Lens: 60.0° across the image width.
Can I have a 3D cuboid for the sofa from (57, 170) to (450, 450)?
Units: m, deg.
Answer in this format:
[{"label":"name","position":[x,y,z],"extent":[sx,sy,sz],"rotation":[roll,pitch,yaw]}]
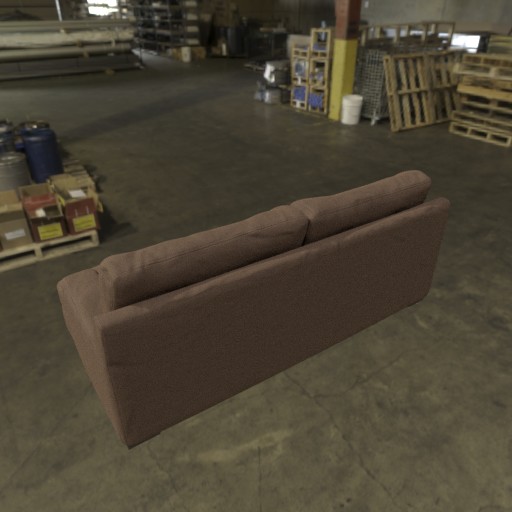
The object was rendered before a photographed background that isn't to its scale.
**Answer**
[{"label":"sofa","position":[0.000,0.000,2.816],"extent":[2.274,0.950,1.140],"rotation":[-19,35,-29]}]
